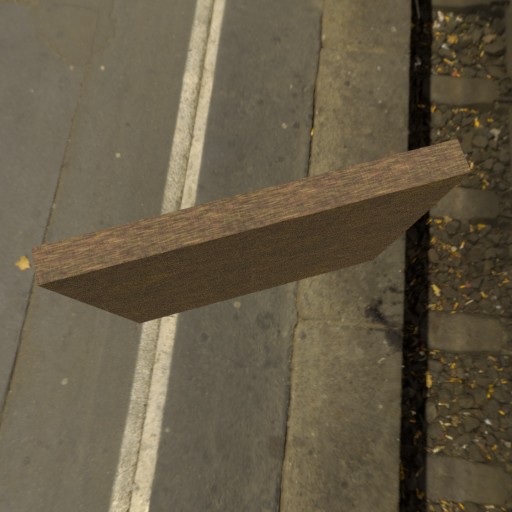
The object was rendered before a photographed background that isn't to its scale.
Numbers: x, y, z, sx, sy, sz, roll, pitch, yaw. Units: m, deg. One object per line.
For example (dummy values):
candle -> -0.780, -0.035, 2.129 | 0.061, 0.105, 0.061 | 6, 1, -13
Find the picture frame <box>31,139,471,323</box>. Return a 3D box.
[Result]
picture frame -> 0.000, 0.000, 0.537 | 0.378, 0.330, 0.033 | -15, 77, -4
